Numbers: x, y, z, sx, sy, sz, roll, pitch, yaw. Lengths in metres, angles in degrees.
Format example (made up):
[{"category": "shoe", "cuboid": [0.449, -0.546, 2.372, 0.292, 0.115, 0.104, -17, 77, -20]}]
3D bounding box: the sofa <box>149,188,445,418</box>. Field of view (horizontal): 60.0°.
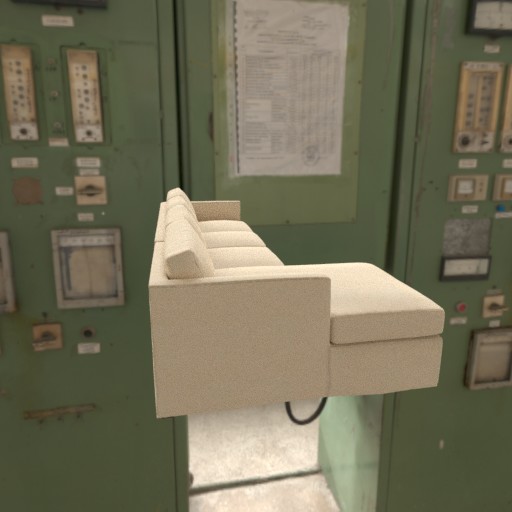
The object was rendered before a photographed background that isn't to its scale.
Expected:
[{"category": "sofa", "cuboid": [0.000, 0.000, 3.817, 1.650, 0.922, 3.205, -3, 15, -10]}]
